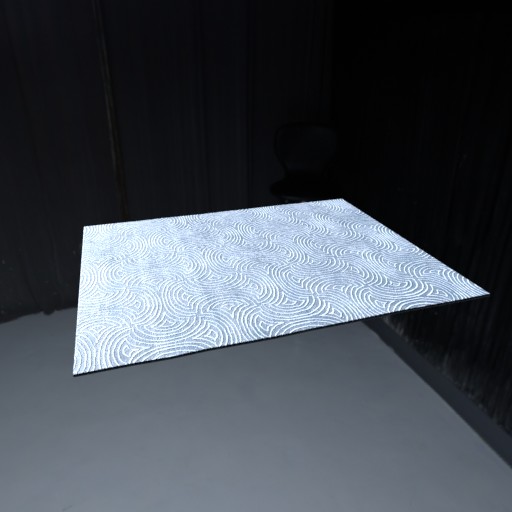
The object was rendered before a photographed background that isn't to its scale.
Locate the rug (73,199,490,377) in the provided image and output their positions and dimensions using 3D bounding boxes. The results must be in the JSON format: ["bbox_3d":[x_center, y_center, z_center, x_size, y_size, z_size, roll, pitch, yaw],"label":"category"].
[{"bbox_3d":[0.000,0.000,4.066,3.042,0.021,2.456,-8,27,-16],"label":"rug"}]
